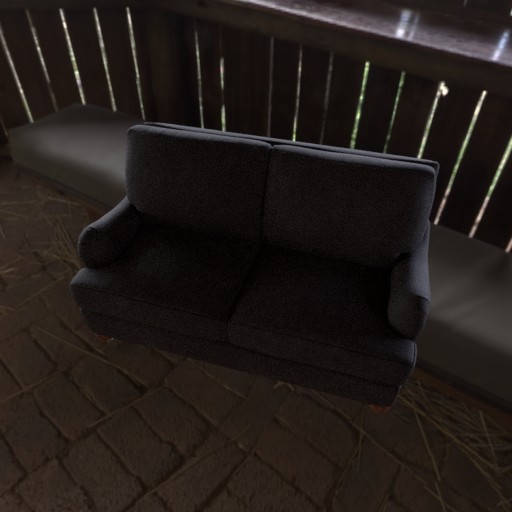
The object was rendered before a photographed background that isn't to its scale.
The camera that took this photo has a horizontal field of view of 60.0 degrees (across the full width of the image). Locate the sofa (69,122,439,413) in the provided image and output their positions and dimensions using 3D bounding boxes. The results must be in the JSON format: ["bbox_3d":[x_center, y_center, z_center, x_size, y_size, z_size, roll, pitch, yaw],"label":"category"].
[{"bbox_3d":[0.000,0.000,2.537,1.853,1.101,1.084,11,43,12],"label":"sofa"}]
